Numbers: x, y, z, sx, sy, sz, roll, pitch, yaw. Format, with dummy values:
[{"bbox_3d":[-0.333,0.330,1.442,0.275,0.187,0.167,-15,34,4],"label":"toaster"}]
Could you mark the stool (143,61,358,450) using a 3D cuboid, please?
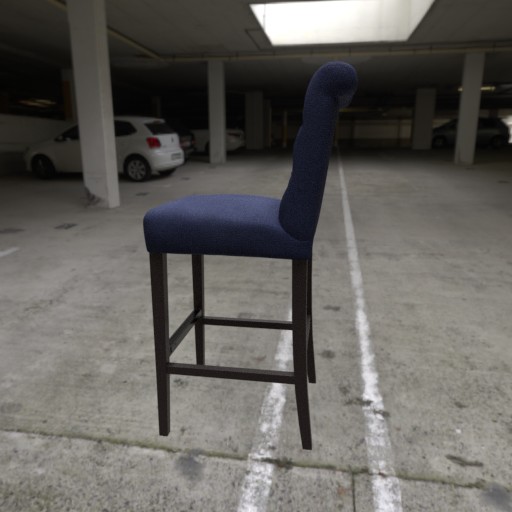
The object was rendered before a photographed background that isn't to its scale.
[{"bbox_3d":[0.000,0.000,1.499,0.601,1.140,0.493,2,14,9],"label":"stool"}]
